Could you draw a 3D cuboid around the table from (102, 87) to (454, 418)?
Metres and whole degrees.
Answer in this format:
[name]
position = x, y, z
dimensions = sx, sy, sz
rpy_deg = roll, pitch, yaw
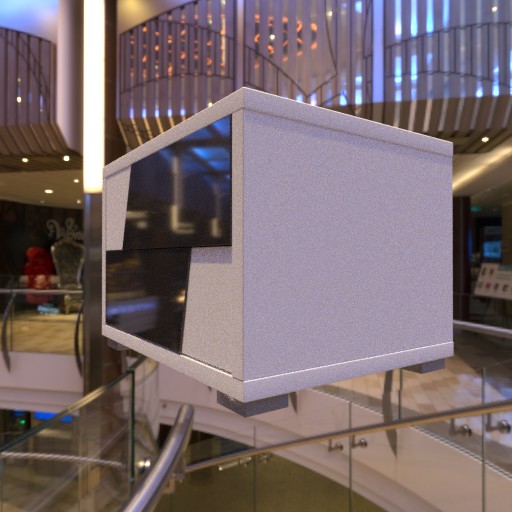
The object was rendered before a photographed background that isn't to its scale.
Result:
[table]
position = 0.000, 0.000, 0.796
dimensions = 0.399, 0.357, 0.517
rpy_deg = 0, 0, -35
